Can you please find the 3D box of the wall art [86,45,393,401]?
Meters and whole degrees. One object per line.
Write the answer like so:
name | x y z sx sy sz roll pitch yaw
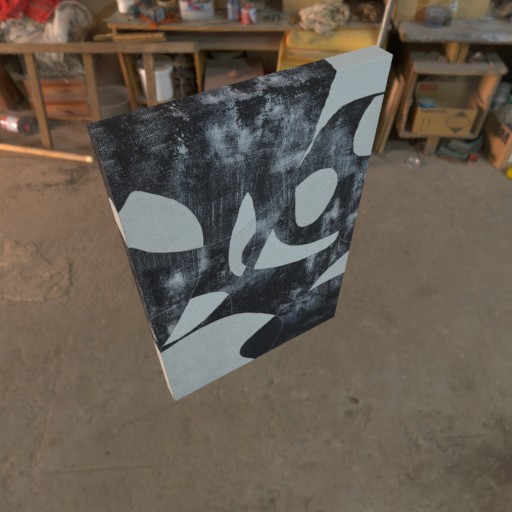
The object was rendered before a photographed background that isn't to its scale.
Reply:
wall art | 0.000 0.000 0.761 0.407 0.610 0.039 -24 51 -20
